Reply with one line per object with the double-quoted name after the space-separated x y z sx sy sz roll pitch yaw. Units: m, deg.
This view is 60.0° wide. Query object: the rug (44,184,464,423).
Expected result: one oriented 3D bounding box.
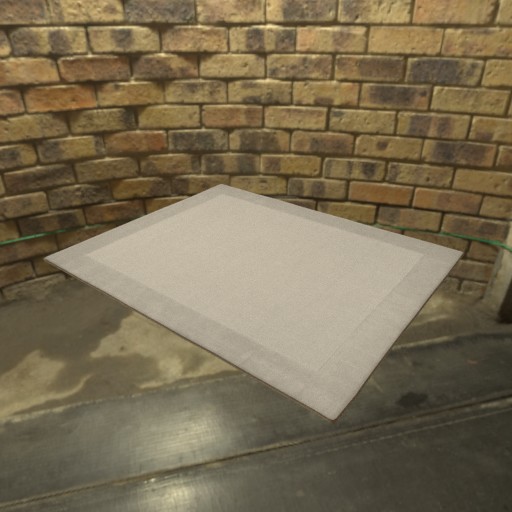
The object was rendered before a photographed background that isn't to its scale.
0.000 0.000 4.029 2.976 0.018 2.430 21 35 32 "rug"
